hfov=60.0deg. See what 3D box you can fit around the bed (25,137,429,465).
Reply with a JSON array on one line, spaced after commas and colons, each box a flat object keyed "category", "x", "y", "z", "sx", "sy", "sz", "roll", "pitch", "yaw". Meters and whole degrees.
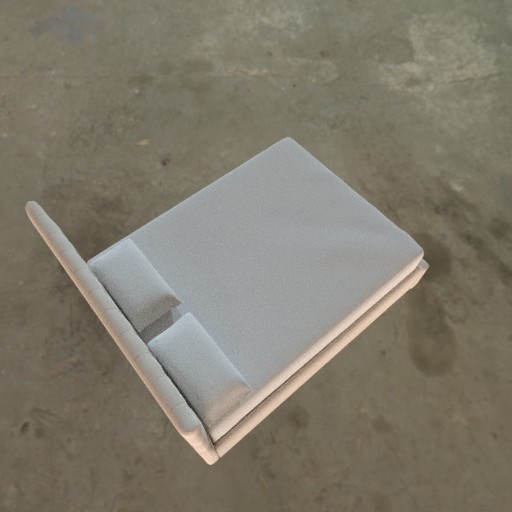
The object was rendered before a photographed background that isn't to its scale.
[{"category": "bed", "x": 0.000, "y": 0.000, "z": 3.264, "sx": 2.233, "sy": 1.426, "sz": 1.696, "roll": -36, "pitch": 66, "yaw": -19}]
